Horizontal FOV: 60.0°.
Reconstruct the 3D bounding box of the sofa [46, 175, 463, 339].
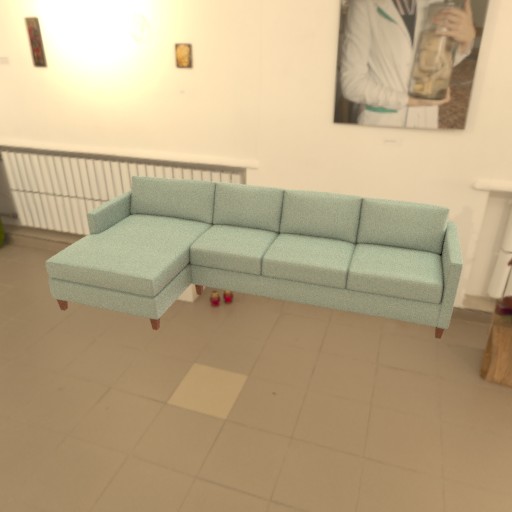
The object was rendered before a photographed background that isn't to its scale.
[{"bbox_3d":[0.000,0.000,4.116,3.470,0.953,1.600,8,28,16],"label":"sofa"}]
